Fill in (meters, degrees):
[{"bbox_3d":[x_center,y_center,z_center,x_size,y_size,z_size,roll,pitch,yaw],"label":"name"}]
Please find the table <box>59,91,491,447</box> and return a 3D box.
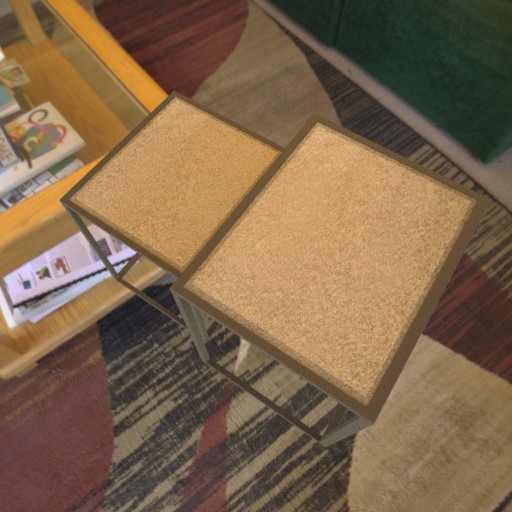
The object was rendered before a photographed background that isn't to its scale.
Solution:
[{"bbox_3d":[0.000,0.000,1.127,0.788,0.540,0.508,31,67,15],"label":"table"}]
